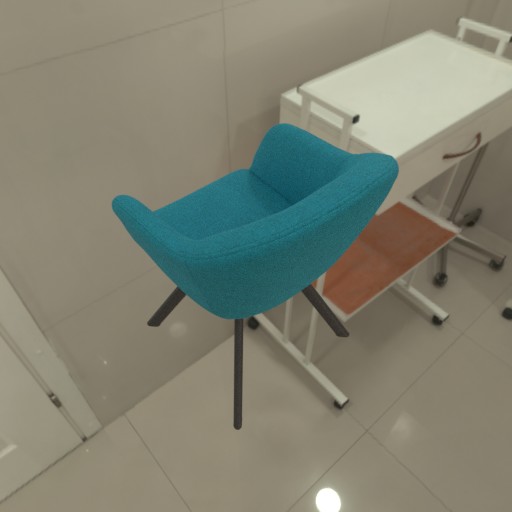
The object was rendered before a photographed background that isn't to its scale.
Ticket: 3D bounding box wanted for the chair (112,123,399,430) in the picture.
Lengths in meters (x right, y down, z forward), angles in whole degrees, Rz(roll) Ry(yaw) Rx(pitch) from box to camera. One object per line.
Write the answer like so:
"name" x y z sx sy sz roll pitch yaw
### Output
"chair" 0.000 0.000 1.171 0.545 0.775 0.565 -33 55 -27
